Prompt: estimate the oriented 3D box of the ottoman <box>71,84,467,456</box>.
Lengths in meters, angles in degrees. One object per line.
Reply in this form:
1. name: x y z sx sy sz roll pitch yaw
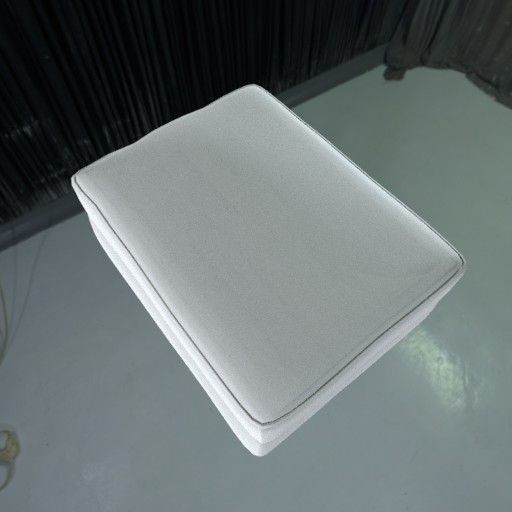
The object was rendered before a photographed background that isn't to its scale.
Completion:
1. ottoman: 0.000 0.000 1.222 0.634 0.479 0.818 -34 65 -19
